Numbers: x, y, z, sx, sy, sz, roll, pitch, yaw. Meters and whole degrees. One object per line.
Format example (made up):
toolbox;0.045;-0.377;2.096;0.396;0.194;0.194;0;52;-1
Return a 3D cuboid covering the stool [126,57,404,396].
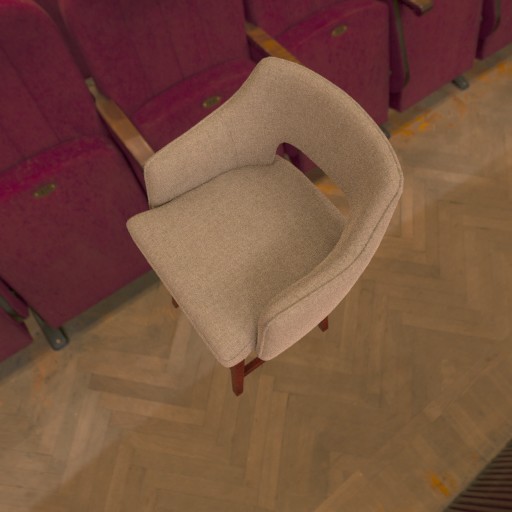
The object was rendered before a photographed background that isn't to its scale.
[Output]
stool;0.000;0.000;1.338;0.558;0.944;0.599;-33;67;-16
